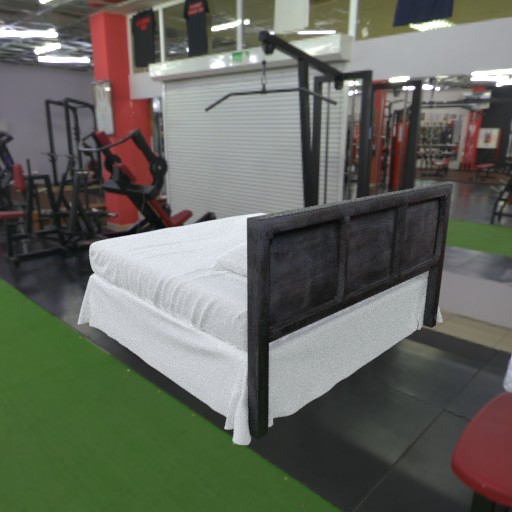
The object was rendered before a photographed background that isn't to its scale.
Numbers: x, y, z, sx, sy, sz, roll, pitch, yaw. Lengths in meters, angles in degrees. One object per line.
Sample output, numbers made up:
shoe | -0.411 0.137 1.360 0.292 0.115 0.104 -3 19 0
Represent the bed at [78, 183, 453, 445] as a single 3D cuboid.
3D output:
bed | 0.000 0.000 3.520 2.255 1.158 2.165 -15 21 -42
